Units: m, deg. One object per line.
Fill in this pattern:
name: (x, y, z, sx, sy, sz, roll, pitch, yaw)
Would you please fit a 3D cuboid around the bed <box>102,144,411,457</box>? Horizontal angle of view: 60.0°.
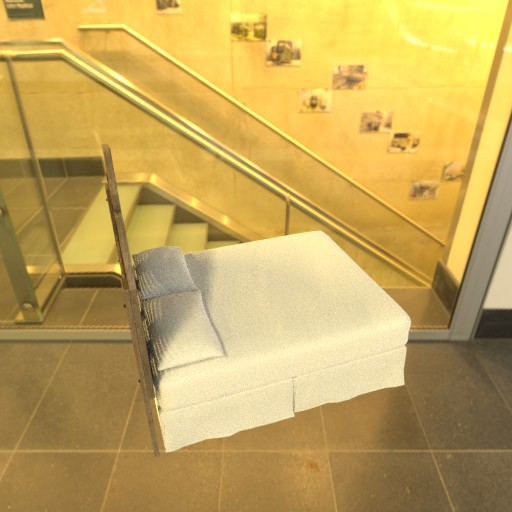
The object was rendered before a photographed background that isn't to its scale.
bed: (0.000, 0.000, 3.605, 2.138, 2.019, 1.713, -11, 33, -17)
